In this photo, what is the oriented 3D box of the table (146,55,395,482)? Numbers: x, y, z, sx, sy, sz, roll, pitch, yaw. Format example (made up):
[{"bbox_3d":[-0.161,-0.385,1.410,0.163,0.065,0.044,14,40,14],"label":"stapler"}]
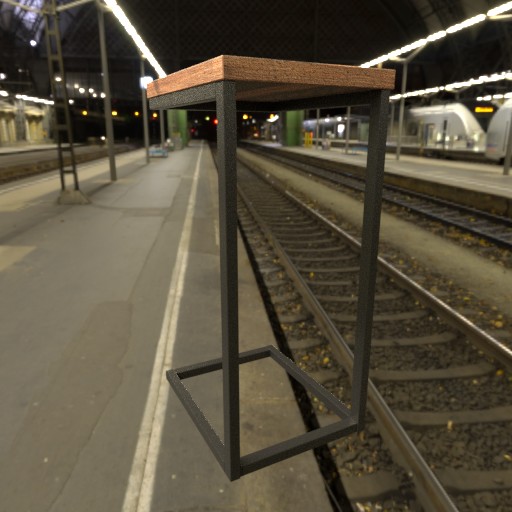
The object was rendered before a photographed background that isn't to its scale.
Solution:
[{"bbox_3d":[0.000,0.000,0.954,0.323,0.718,0.414,-8,17,-27],"label":"table"}]
